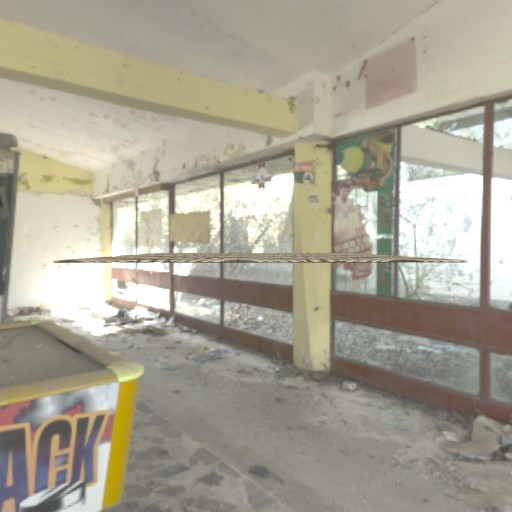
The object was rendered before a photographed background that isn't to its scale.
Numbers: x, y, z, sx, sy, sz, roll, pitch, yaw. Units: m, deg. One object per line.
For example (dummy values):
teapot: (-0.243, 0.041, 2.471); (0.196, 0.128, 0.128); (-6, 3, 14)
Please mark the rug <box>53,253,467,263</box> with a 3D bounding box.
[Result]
rug: (0.000, 0.000, 4.101); (2.438, 0.016, 3.048); (0, 1, -1)
